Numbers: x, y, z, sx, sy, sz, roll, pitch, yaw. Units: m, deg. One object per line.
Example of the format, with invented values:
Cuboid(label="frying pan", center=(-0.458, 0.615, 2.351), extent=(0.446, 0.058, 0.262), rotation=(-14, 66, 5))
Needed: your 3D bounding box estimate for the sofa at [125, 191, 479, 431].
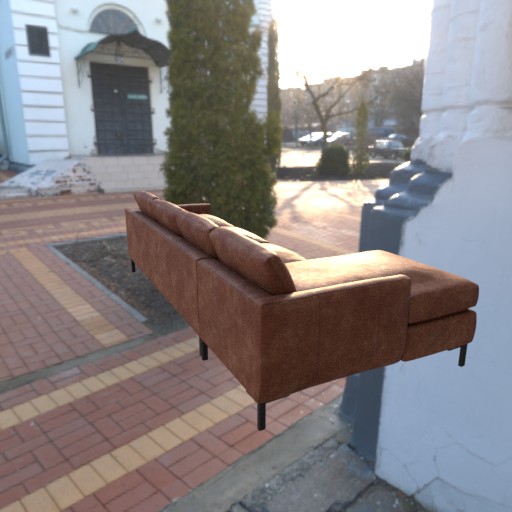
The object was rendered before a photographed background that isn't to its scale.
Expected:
Cuboid(label="sofa", center=(0.000, 0.000, 3.550), extent=(1.471, 0.859, 2.993), rotation=(-8, 17, -26))
